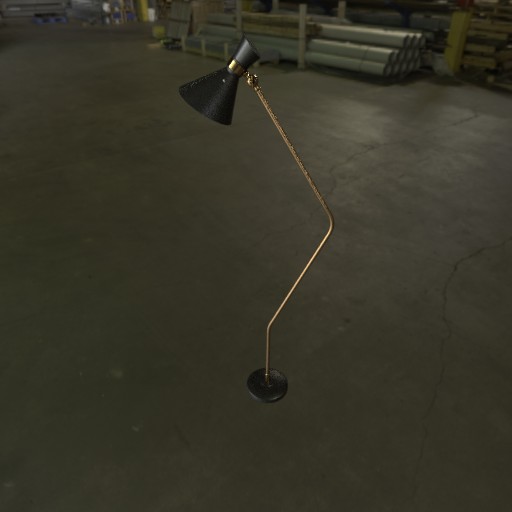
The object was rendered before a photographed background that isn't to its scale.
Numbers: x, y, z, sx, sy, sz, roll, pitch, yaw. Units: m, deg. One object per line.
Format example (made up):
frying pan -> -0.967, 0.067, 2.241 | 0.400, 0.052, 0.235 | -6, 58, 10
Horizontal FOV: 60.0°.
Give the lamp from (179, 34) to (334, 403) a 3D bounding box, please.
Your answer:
lamp -> 0.000, 0.000, 1.604 | 0.467, 1.438, 0.277 | 23, 40, 31
